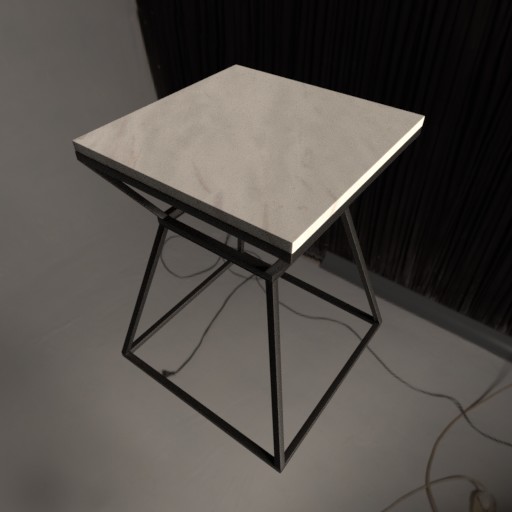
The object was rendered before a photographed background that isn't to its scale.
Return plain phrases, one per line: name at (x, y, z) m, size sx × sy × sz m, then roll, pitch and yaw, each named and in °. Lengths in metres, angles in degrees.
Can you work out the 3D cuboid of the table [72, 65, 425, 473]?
table at (0.000, 0.000, 0.900) m, size 0.455 × 0.559 × 0.455 m, roll 27°, pitch 49°, yaw 26°
